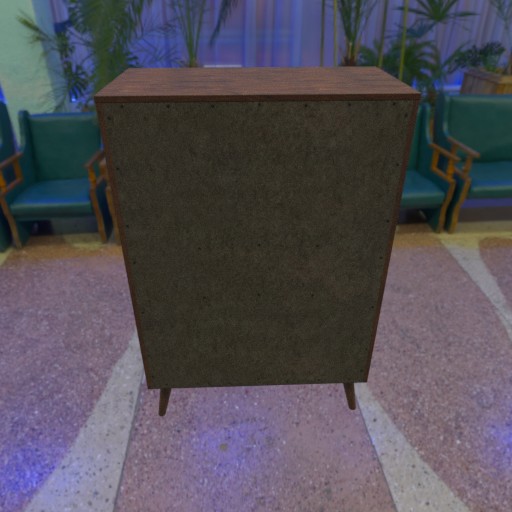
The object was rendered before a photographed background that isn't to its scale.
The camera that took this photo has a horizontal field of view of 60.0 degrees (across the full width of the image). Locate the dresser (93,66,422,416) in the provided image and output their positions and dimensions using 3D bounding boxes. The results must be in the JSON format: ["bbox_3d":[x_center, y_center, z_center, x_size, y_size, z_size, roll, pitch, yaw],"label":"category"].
[{"bbox_3d":[0.000,0.000,1.809,0.919,1.365,0.498,-1,32,-2],"label":"dresser"}]
